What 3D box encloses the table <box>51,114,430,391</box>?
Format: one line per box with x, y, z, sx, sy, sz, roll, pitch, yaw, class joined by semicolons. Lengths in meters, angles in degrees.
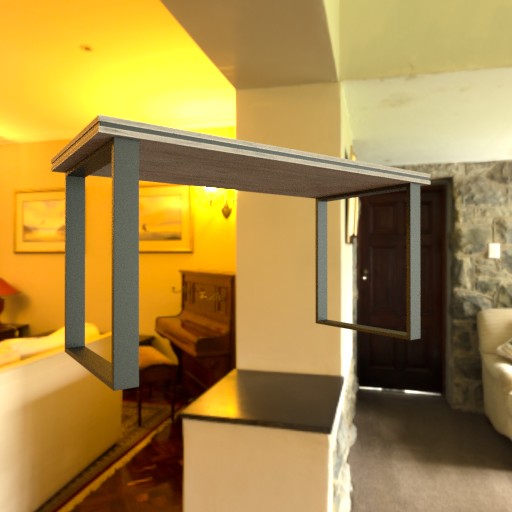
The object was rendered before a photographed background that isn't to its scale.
0.000;0.000;2.247;1.778;0.899;0.795;0;0;-35;table
